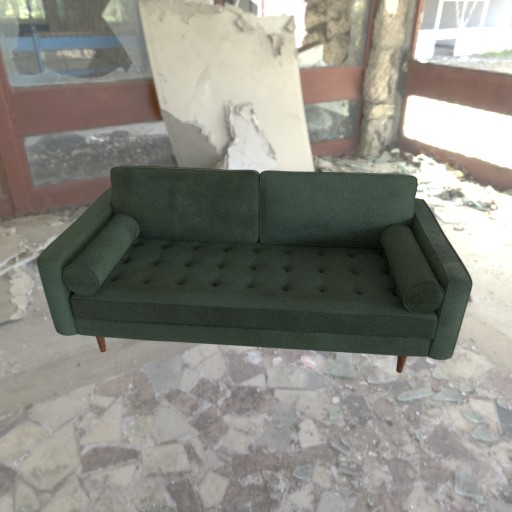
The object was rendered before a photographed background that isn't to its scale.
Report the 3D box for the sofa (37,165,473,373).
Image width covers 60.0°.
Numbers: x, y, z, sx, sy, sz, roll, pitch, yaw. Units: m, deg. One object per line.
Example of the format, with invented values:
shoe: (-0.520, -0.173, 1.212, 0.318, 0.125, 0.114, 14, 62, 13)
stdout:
sofa: (0.000, 0.000, 2.327, 1.880, 0.772, 0.916, 3, 29, 5)
